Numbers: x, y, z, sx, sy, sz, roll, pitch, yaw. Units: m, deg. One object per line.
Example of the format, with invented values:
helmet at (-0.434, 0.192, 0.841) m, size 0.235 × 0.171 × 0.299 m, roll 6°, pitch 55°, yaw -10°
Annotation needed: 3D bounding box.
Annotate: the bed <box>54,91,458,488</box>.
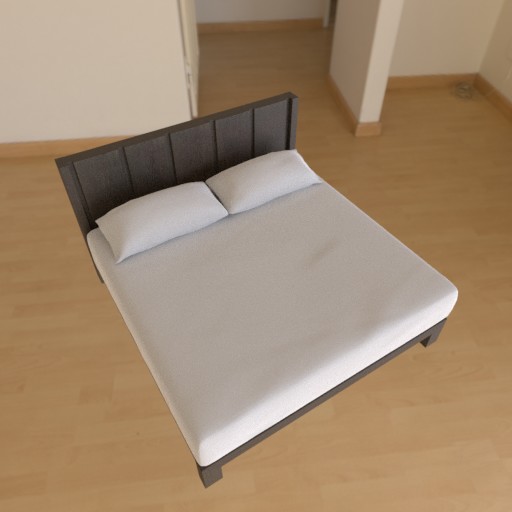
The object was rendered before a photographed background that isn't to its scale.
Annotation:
bed at (0.000, 0.000, 3.459) m, size 2.143 × 1.261 × 2.238 m, roll -24°, pitch 50°, yaw -22°
